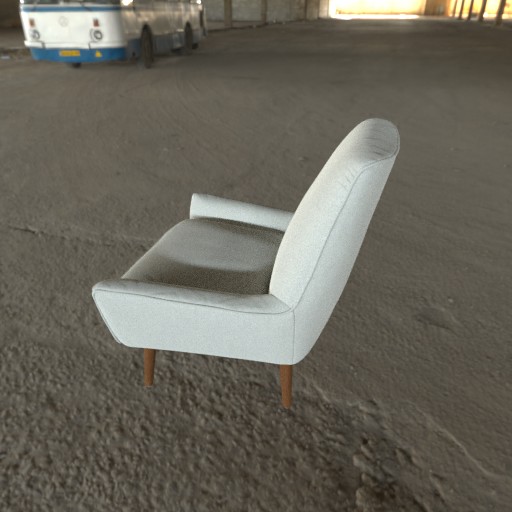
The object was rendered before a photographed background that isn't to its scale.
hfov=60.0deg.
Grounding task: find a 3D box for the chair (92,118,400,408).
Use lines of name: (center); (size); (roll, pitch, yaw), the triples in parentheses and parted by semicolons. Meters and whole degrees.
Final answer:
chair: (0.000, 0.000, 1.524); (0.822, 0.888, 0.787); (8, 31, 14)
